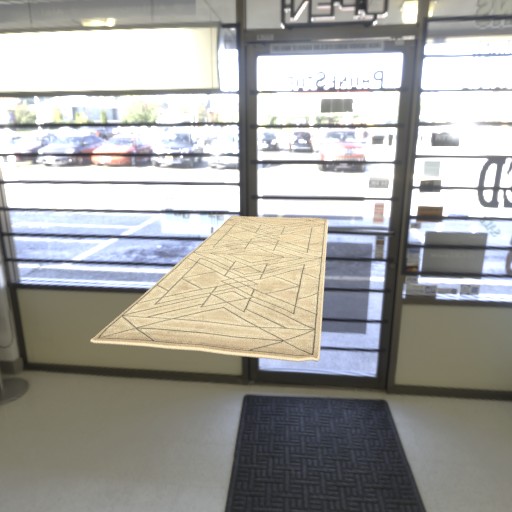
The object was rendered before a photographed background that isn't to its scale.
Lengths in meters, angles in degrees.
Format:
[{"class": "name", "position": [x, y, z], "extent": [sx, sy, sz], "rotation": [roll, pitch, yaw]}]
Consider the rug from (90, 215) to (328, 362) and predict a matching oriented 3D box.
[{"class": "rug", "position": [0.000, 0.000, 2.670], "extent": [0.831, 0.036, 2.381], "rotation": [3, 16, 9]}]
